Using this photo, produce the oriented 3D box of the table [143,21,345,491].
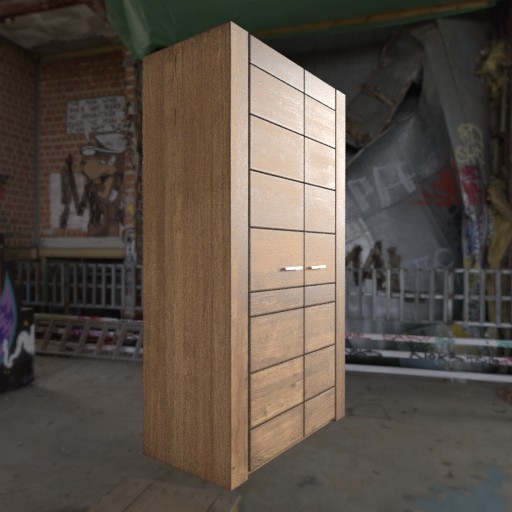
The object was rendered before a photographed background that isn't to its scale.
[{"bbox_3d":[0.000,0.000,2.490,0.600,2.000,1.100,0,0,37],"label":"table"}]
